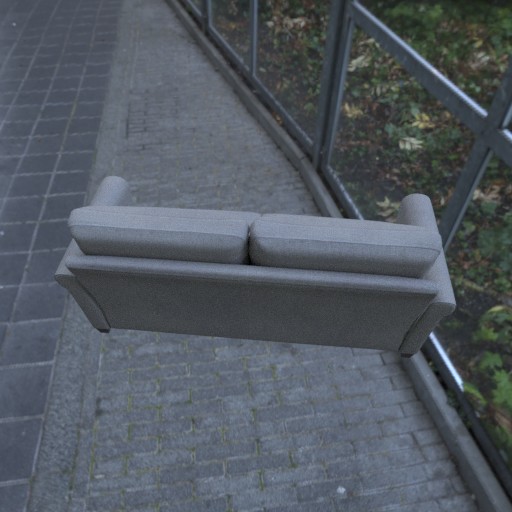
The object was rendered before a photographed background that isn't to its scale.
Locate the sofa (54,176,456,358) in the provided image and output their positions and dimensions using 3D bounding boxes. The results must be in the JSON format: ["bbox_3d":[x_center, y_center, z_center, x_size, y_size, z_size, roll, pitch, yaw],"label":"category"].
[{"bbox_3d":[0.000,0.000,2.411,1.935,0.942,0.842,4,46,4],"label":"sofa"}]
